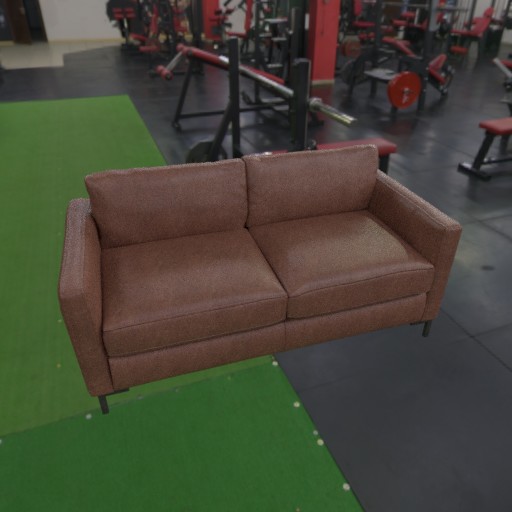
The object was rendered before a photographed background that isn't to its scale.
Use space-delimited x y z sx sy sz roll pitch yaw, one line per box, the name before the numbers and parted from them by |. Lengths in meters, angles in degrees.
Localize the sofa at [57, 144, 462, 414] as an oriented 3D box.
sofa | 0.000 0.000 2.277 1.797 0.883 0.899 -10 33 -15
